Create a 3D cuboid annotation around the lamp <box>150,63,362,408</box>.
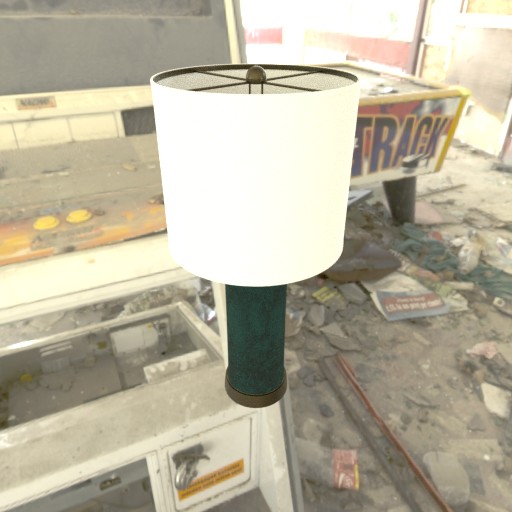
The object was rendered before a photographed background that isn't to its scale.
[{"bbox_3d":[0.000,0.000,0.793,0.301,0.630,0.301,1,30,1],"label":"lamp"}]
